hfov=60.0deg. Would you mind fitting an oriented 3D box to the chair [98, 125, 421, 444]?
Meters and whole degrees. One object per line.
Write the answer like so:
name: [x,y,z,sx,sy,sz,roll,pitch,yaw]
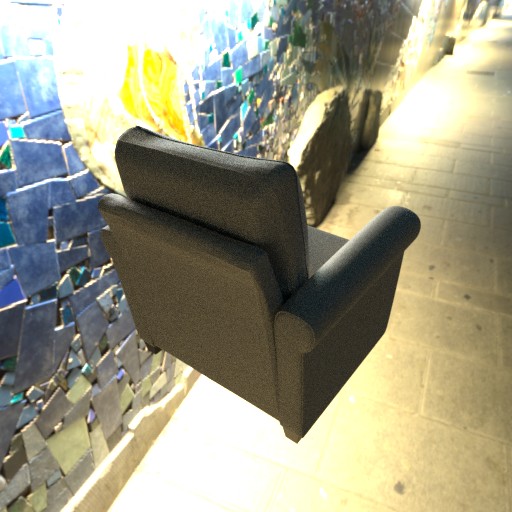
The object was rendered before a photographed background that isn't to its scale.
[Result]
chair: [0.000,0.000,2.299,1.275,1.349,1.180,21,37,31]
